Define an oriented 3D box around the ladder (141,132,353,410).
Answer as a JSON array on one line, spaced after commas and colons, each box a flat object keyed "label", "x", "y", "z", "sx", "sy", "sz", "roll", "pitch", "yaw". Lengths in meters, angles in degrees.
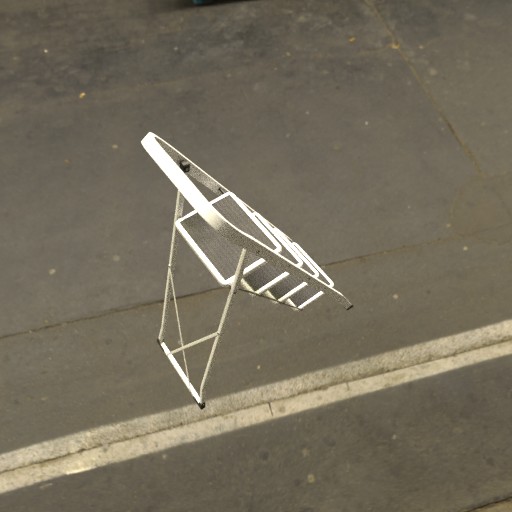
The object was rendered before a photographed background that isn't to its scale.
[{"label": "ladder", "x": 0.000, "y": 0.000, "z": 1.703, "sx": 0.914, "sy": 1.265, "sz": 0.460, "roll": -32, "pitch": 64, "yaw": -18}]
